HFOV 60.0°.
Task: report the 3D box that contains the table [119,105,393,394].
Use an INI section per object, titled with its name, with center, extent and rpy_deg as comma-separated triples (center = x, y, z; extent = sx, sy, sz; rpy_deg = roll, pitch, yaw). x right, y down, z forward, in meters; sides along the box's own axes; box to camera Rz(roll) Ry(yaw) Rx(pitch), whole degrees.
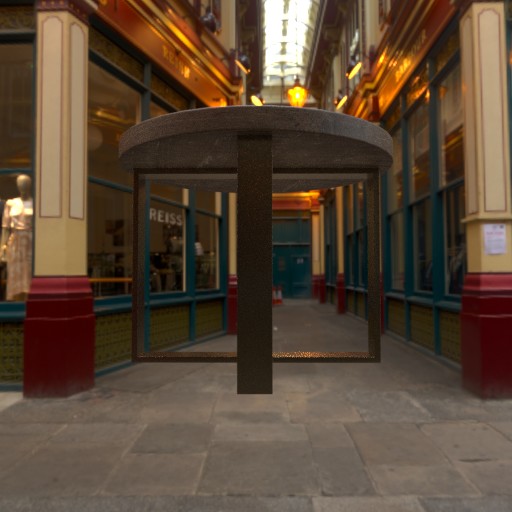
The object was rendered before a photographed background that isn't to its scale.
[table]
center = 0.000, 0.000, 0.937
extent = 0.557, 0.437, 0.557
rpy_deg = 0, -2, 0
